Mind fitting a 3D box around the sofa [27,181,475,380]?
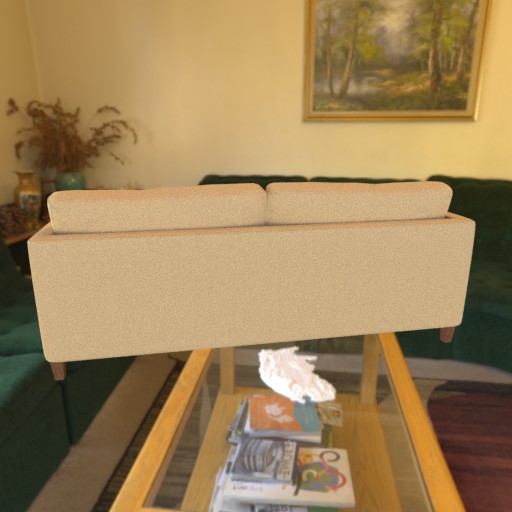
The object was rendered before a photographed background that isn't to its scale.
[{"bbox_3d":[0.000,0.000,2.772,2.361,0.968,0.951,-3,17,-10],"label":"sofa"}]
